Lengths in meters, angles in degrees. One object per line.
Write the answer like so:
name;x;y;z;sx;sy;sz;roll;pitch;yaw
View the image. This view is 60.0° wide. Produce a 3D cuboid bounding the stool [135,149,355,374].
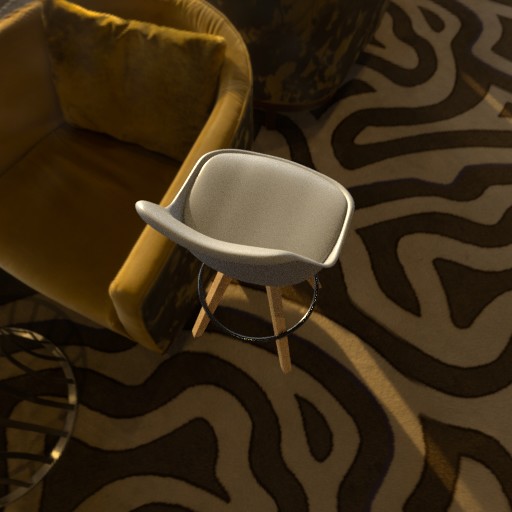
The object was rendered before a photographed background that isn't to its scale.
stool;0.000;0.000;1.403;0.485;1.115;0.550;20;66;9
